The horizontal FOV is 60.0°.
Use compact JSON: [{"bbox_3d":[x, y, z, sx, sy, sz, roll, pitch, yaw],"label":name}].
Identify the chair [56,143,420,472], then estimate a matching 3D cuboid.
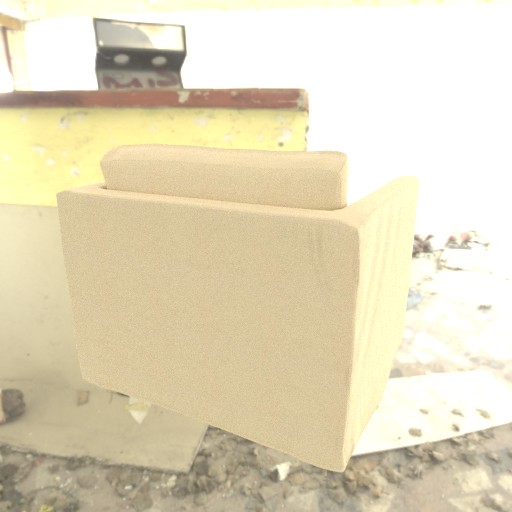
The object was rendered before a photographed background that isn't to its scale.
[{"bbox_3d":[0.000,0.000,1.703,1.057,0.851,0.947,9,19,26],"label":"chair"}]
